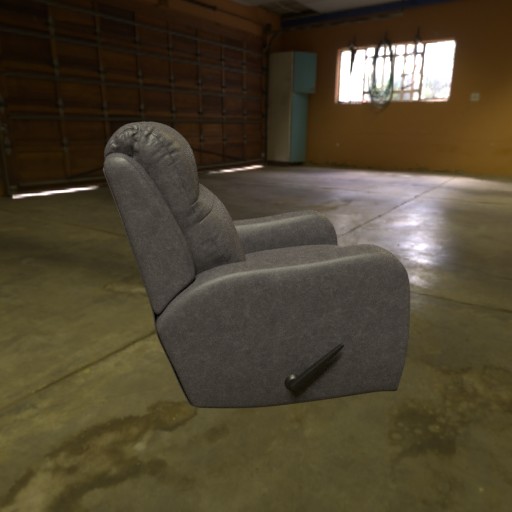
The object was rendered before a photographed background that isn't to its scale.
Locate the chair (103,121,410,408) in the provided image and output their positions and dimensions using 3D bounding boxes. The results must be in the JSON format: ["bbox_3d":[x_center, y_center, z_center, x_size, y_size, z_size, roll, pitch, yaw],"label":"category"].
[{"bbox_3d":[0.000,0.000,1.835,1.067,1.067,0.865,-3,17,-11],"label":"chair"}]
